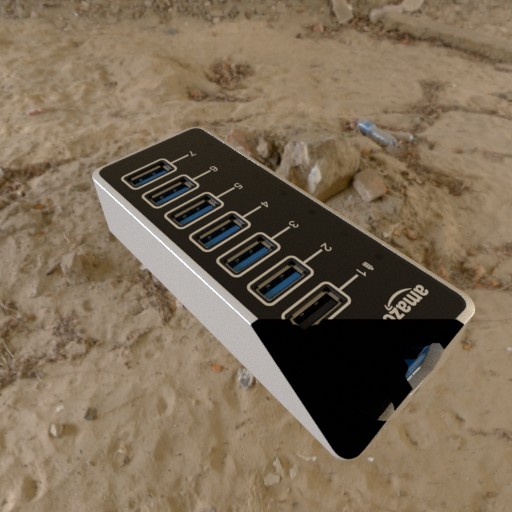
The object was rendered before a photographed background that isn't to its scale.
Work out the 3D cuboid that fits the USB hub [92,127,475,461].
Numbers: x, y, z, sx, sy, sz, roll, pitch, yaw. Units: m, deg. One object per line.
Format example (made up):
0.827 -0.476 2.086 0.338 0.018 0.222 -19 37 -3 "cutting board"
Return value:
0.000 0.000 0.129 0.044 0.023 0.110 -33 55 -28 "USB hub"
